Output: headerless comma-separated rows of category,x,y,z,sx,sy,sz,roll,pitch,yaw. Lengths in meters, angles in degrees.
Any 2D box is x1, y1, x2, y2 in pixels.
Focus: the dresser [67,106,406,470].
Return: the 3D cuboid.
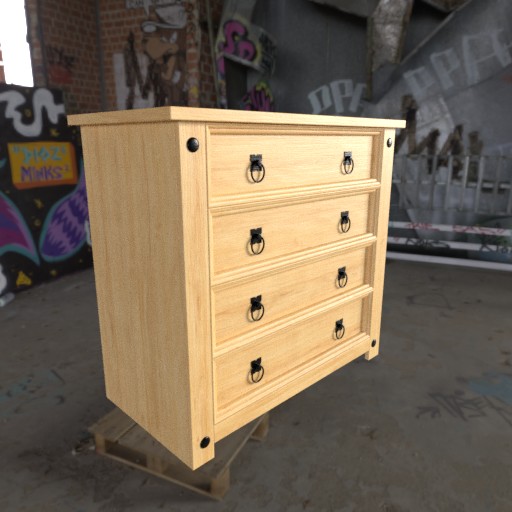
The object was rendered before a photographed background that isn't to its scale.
dresser,0.000,0.000,1.228,0.800,0.730,0.410,-14,20,-43
